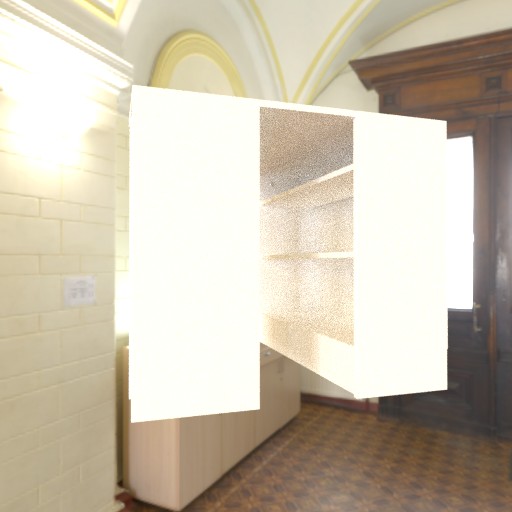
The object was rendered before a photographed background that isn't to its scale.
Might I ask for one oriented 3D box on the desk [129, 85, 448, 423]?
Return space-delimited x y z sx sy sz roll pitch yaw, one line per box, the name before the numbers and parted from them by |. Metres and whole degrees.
desk | 0.000 0.000 1.660 0.926 0.818 0.940 0 -1 -17
